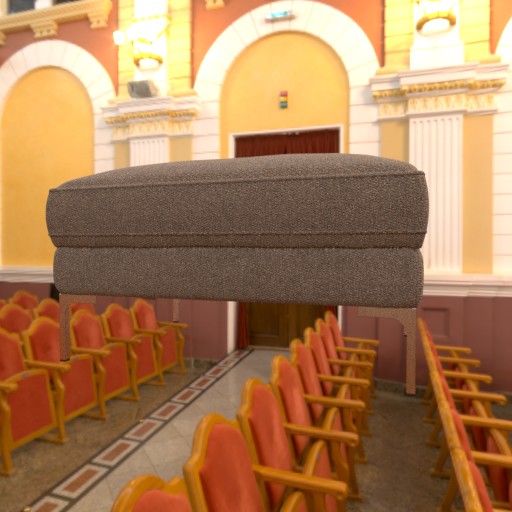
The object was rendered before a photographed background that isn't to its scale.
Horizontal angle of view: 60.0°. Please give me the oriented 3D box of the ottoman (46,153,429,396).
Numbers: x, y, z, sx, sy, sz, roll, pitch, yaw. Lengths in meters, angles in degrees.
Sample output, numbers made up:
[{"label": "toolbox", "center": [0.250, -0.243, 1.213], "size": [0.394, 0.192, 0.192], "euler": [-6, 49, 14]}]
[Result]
[{"label": "ottoman", "center": [0.000, 0.000, 1.125], "size": [0.785, 0.464, 0.583], "euler": [0, 2, 18]}]
